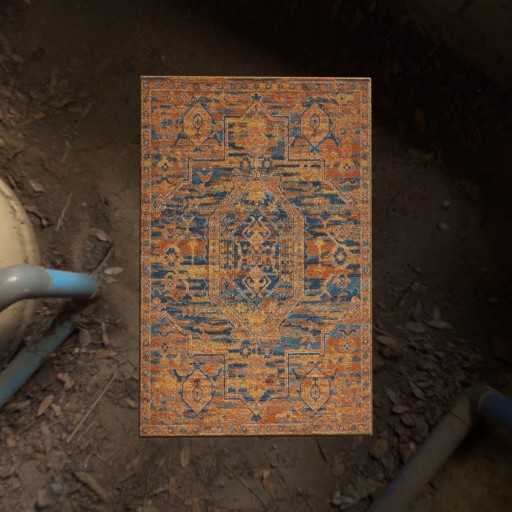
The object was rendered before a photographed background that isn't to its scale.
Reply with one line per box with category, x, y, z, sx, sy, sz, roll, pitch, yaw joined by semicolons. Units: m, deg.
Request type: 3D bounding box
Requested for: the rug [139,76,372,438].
rug;0.000;0.000;1.063;0.557;0.008;0.863;0;89;-1
